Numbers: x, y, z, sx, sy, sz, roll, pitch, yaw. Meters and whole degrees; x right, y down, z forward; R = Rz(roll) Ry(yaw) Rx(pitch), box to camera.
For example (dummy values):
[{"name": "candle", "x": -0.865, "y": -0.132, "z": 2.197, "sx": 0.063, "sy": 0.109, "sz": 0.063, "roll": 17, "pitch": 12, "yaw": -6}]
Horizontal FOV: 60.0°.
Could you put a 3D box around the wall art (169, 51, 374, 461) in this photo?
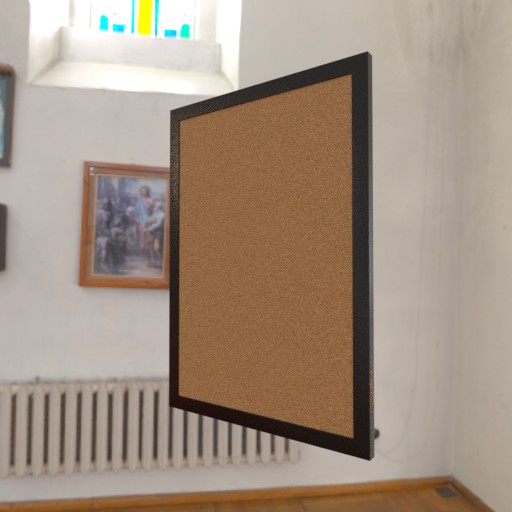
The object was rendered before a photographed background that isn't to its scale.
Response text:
[{"name": "wall art", "x": 0.000, "y": 0.000, "z": 0.561, "sx": 0.304, "sy": 0.432, "sz": 0.013, "roll": -1, "pitch": -2, "yaw": 36}]
